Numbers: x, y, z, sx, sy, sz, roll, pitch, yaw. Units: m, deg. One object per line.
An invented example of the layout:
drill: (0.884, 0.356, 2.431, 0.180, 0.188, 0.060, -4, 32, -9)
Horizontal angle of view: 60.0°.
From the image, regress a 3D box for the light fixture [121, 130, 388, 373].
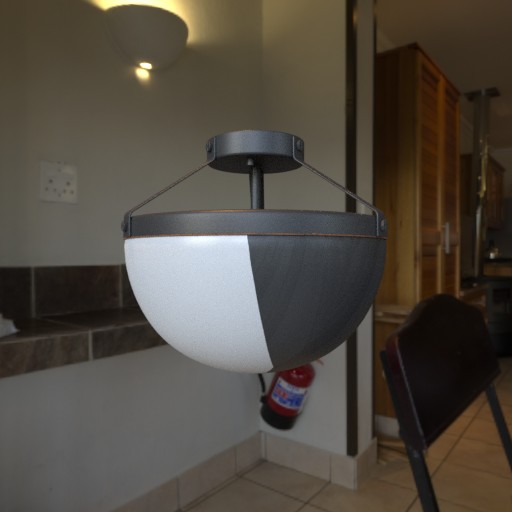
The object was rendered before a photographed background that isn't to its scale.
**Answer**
light fixture: (0.000, 0.000, 0.530, 0.304, 0.269, 0.304, 0, 0, 0)
